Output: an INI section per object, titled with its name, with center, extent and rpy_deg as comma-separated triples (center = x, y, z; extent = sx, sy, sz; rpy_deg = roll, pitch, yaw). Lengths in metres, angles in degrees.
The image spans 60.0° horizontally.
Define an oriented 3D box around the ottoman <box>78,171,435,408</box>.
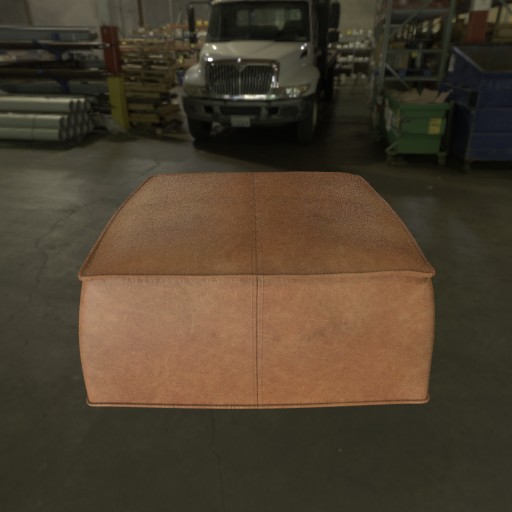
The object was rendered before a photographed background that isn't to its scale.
[ottoman]
center = 0.000, 0.000, 1.391
extent = 0.901, 0.395, 0.902
rpy_deg = 0, 26, -1
